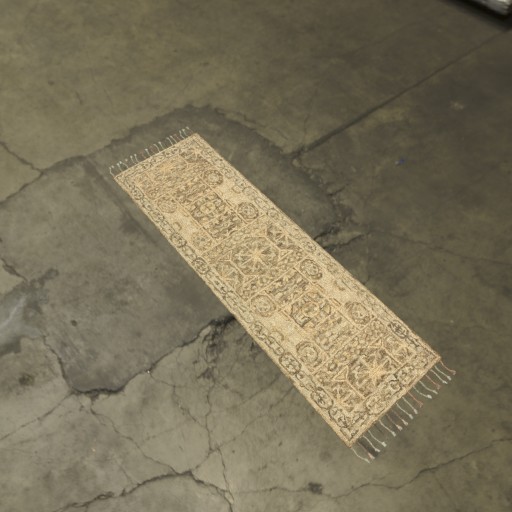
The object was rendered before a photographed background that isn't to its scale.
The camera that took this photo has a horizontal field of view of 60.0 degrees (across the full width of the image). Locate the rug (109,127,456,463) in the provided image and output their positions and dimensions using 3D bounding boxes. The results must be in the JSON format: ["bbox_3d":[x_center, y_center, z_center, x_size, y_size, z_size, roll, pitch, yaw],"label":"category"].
[{"bbox_3d":[0.000,0.000,2.923,0.762,0.011,2.664,-34,63,-20],"label":"rug"}]
